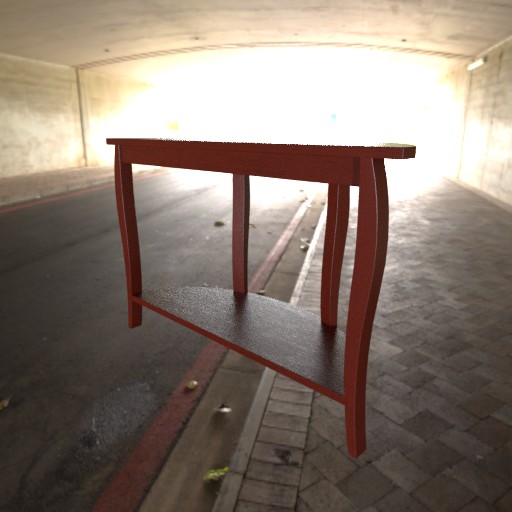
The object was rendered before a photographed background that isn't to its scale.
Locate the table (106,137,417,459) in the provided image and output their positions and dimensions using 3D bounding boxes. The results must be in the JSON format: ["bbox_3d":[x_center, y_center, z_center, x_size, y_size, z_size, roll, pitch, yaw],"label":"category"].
[{"bbox_3d":[0.000,0.000,1.538,1.219,0.779,0.405,15,22,42],"label":"table"}]
